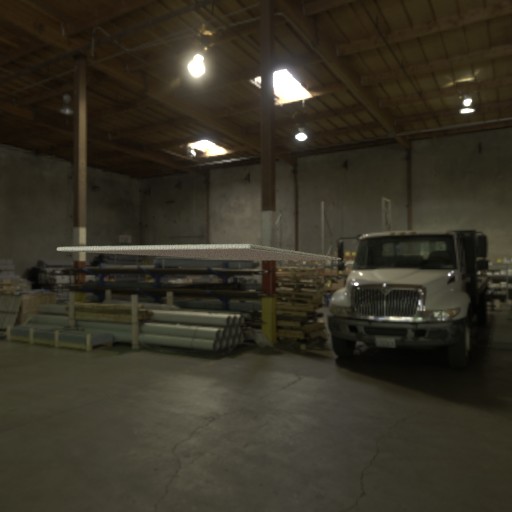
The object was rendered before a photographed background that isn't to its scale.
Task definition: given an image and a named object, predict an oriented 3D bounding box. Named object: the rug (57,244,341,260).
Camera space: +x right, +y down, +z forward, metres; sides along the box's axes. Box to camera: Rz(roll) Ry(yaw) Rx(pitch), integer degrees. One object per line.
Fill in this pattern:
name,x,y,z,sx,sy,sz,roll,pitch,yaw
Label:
rug,0.000,0.000,2.449,0.678,0.014,2.276,0,-1,17
